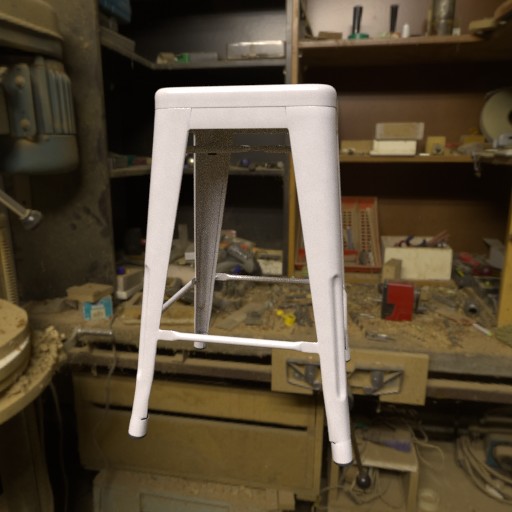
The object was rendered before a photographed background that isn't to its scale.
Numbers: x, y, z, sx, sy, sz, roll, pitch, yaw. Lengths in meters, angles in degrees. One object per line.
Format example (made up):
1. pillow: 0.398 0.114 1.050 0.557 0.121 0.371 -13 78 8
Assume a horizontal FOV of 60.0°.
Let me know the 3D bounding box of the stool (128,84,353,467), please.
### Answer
1. stool: 0.000 0.000 0.888 0.406 0.610 0.406 3 14 11
